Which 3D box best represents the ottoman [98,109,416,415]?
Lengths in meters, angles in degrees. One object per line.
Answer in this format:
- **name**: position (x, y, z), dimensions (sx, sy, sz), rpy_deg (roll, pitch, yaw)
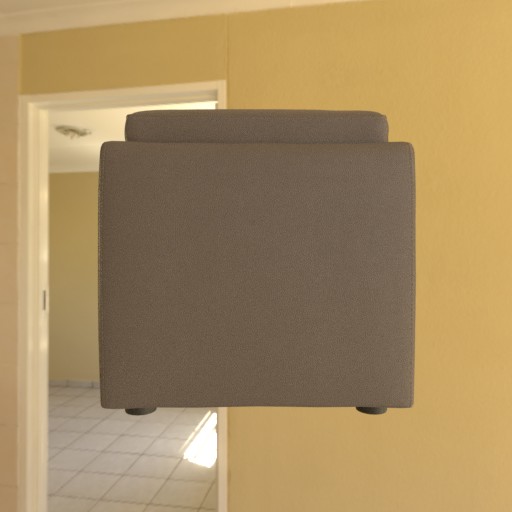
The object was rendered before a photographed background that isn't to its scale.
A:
- **ottoman**: position (0.000, 0.000, 0.826), dimensions (0.451, 0.460, 0.450), rpy_deg (0, -1, -1)
